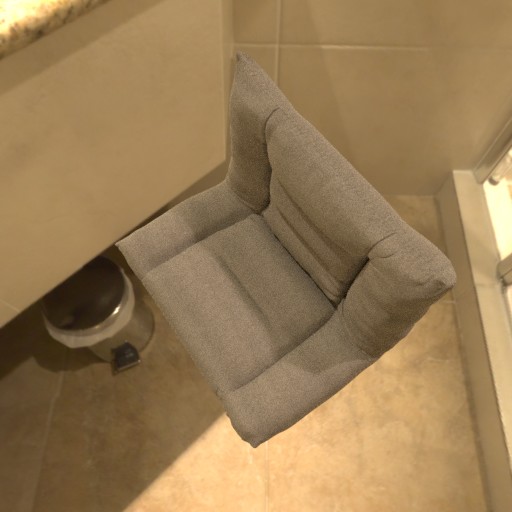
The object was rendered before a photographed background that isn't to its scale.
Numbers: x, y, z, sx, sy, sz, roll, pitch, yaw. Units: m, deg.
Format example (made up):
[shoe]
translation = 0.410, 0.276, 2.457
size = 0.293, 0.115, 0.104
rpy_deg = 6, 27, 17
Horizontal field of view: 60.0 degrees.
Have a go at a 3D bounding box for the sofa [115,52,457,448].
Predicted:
[sofa]
translation = 0.000, 0.000, 1.724
size = 0.847, 0.795, 1.144
rpy_deg = -33, 69, -15
